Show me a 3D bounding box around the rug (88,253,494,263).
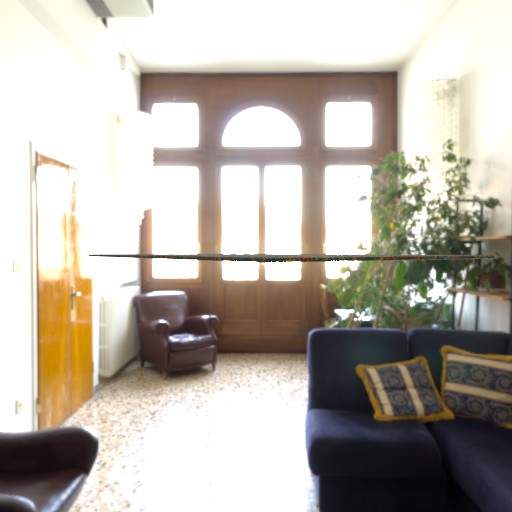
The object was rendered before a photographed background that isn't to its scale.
[{"bbox_3d":[0.000,0.000,2.301,1.216,0.014,1.836,0,1,-35],"label":"rug"}]
